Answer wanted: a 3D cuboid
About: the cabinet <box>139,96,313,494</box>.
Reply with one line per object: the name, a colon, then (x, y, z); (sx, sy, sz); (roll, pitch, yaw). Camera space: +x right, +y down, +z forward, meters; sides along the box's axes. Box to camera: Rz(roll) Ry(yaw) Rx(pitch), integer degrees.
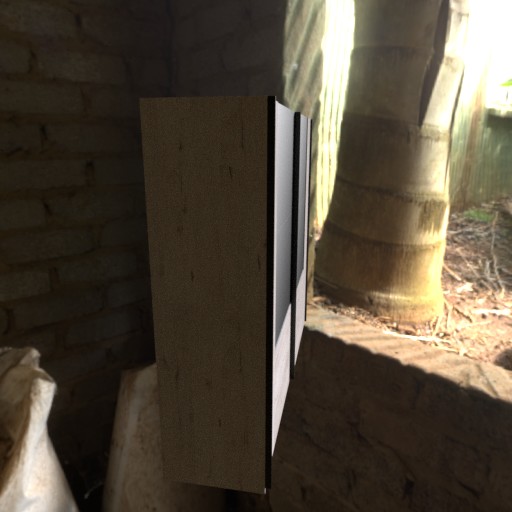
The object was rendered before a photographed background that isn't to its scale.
cabinet: (0.000, 0.000, 3.531); (0.660, 2.180, 2.500); (3, 15, 11)
